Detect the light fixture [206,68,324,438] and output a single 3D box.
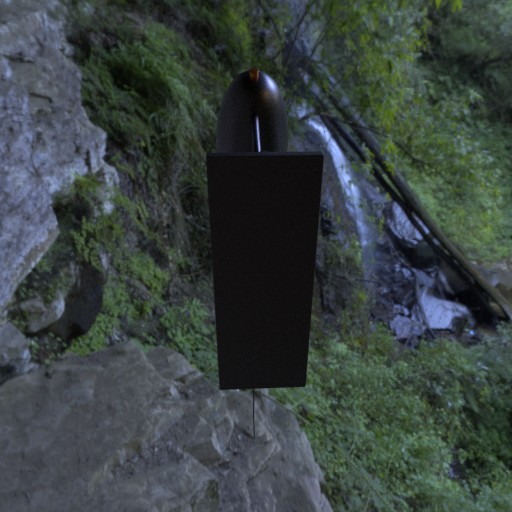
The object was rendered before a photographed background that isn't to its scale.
[{"bbox_3d":[0.000,0.000,0.934,0.162,0.715,0.499,-1,31,-2],"label":"light fixture"}]
